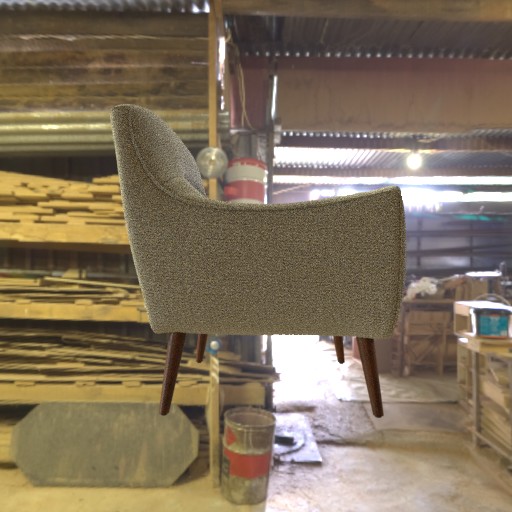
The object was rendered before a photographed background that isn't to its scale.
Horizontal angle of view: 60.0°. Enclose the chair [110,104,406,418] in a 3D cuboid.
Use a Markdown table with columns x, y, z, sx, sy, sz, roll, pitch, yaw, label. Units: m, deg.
| x | y | z | sx | sy | sz | roll | pitch | yaw | label |
| --- | --- | --- | --- | --- | --- | --- | --- | --- | --- |
| 0.000 | 0.000 | 1.455 | 0.787 | 0.838 | 0.762 | 0 | 0 | 2 | chair |
